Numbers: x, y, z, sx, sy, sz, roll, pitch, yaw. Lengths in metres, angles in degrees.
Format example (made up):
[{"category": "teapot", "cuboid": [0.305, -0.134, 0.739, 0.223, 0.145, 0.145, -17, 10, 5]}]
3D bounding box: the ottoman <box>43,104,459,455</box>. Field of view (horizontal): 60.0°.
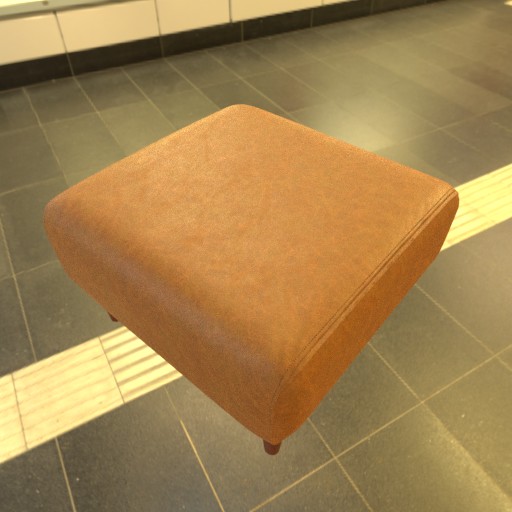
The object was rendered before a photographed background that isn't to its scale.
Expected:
[{"category": "ottoman", "cuboid": [0.000, 0.000, 1.030, 0.650, 0.399, 0.650, 31, 52, 28]}]
